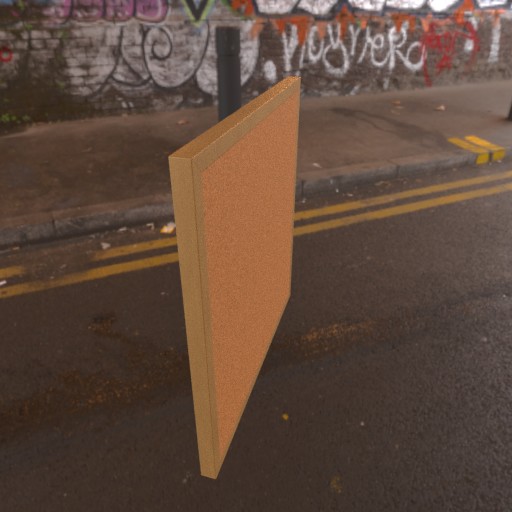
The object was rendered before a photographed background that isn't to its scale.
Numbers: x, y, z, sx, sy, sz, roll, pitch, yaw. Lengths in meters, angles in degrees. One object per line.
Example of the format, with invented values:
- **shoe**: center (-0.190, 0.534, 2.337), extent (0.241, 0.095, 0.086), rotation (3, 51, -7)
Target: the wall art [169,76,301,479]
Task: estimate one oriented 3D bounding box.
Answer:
- **wall art**: center (0.000, 0.000, 1.149), extent (0.037, 0.763, 0.763), rotation (9, 32, 14)
